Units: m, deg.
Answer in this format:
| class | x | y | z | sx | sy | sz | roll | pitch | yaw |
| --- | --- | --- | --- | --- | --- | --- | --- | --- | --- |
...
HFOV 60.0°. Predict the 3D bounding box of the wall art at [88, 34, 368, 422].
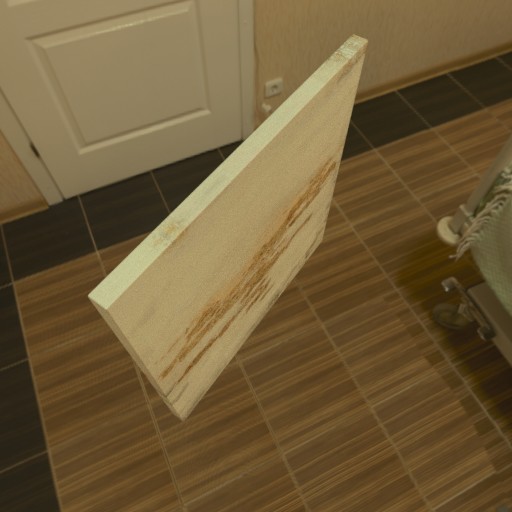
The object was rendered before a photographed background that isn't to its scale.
| class | x | y | z | sx | sy | sz | roll | pitch | yaw |
| --- | --- | --- | --- | --- | --- | --- | --- | --- | --- |
| wall art | 0.000 | 0.000 | 1.089 | 0.038 | 0.755 | 0.753 | 31 | 64 | 18 |
